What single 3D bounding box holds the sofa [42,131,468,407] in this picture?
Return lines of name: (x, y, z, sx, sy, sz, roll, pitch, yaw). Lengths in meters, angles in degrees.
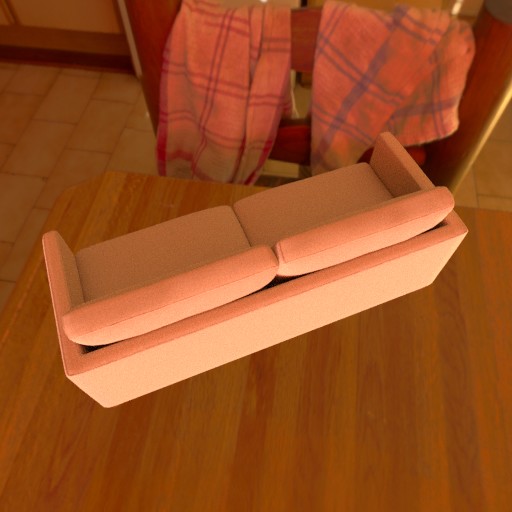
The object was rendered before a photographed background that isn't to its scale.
sofa: (0.000, 0.000, 2.824, 2.361, 0.968, 0.951, -19, 60, -11)
